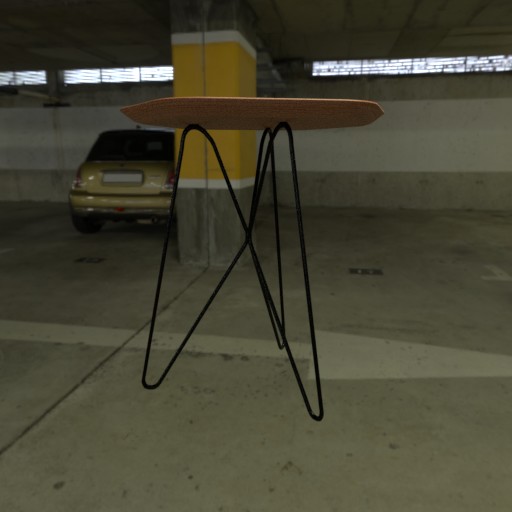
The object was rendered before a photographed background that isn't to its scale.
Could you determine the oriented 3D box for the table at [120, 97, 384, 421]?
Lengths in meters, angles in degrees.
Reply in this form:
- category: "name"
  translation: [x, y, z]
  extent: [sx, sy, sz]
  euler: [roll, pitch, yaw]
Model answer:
- category: "table"
  translation: [0.000, 0.000, 0.901]
  extent: [0.500, 0.562, 0.400]
  euler: [-2, 13, -8]
